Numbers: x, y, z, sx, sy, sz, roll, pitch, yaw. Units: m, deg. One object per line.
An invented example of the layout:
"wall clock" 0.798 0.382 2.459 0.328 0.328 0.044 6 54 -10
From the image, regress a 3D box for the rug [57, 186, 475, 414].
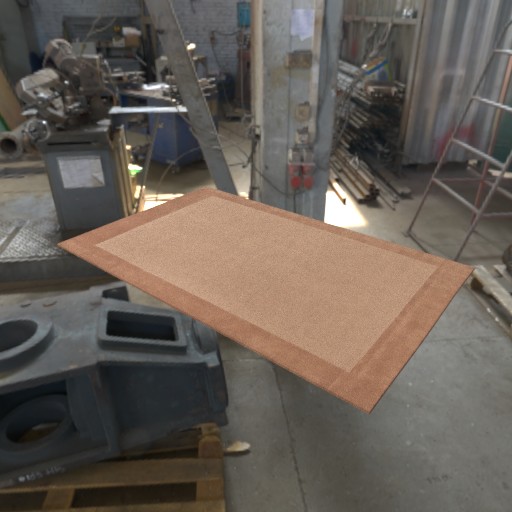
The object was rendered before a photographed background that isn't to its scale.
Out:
"rug" 0.000 0.000 3.030 2.438 0.014 1.524 21 35 33
